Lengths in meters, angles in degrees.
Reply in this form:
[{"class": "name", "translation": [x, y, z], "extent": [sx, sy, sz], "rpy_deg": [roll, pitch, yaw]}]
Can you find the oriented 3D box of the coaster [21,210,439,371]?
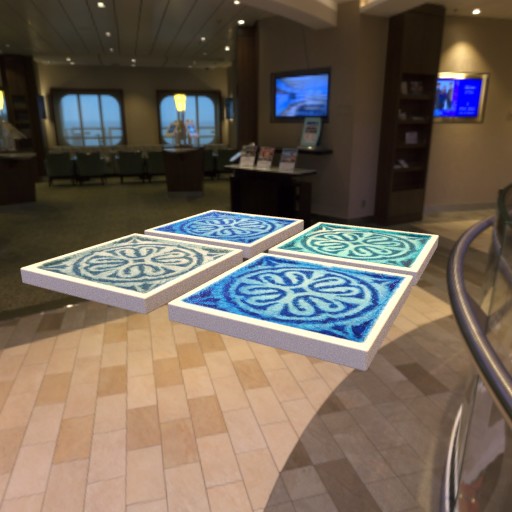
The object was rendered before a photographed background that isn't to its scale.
[{"class": "coaster", "translation": [0.000, 0.000, 0.318], "extent": [0.219, 0.010, 0.214], "rpy_deg": [9, 19, 27]}]
